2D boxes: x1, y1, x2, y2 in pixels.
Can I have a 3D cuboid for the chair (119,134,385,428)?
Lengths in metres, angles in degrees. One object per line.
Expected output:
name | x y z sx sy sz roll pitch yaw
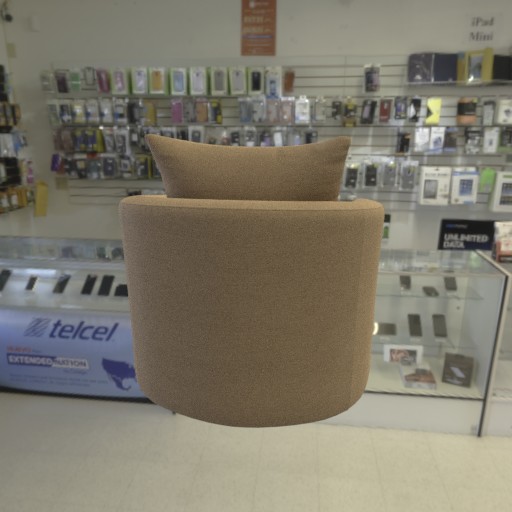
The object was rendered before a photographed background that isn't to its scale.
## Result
chair | 0.000 0.000 1.587 0.845 0.848 0.910 2 16 9
